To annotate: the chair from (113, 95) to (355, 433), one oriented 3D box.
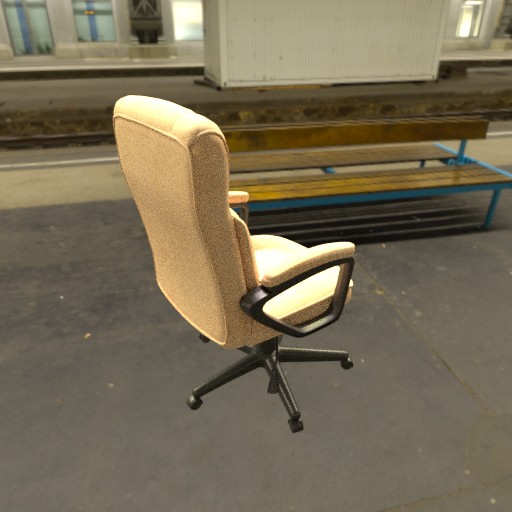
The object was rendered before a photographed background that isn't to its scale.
[{"bbox_3d":[0.000,0.000,1.557,0.724,1.105,0.667,-19,34,-32],"label":"chair"}]
